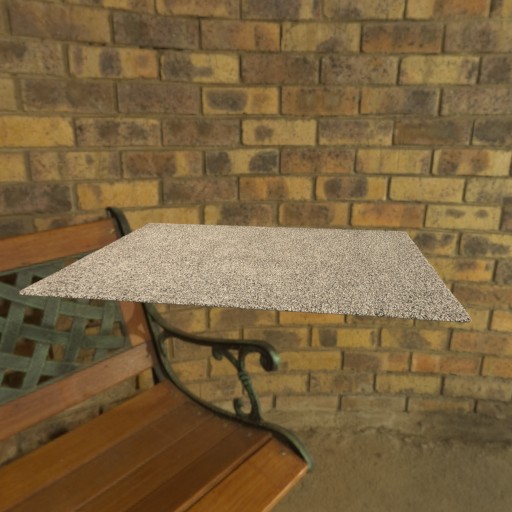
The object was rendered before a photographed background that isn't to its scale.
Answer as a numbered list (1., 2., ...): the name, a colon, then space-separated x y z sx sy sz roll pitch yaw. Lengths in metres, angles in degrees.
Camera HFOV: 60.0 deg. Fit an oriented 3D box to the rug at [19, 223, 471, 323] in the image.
1. rug: 0.000 0.000 4.072 3.047 0.029 2.438 2 16 9
